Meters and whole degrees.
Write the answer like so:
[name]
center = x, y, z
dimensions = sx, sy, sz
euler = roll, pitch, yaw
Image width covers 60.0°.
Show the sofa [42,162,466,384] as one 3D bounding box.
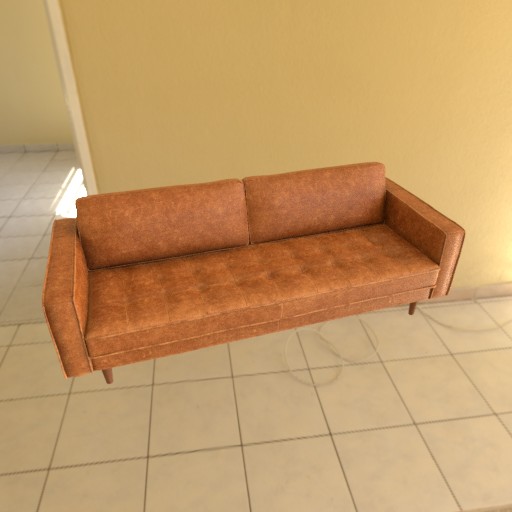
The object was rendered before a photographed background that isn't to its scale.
[sofa]
center = 0.000, 0.000, 2.580
dimensions = 2.199, 0.779, 0.886
euler = -10, 33, -15
